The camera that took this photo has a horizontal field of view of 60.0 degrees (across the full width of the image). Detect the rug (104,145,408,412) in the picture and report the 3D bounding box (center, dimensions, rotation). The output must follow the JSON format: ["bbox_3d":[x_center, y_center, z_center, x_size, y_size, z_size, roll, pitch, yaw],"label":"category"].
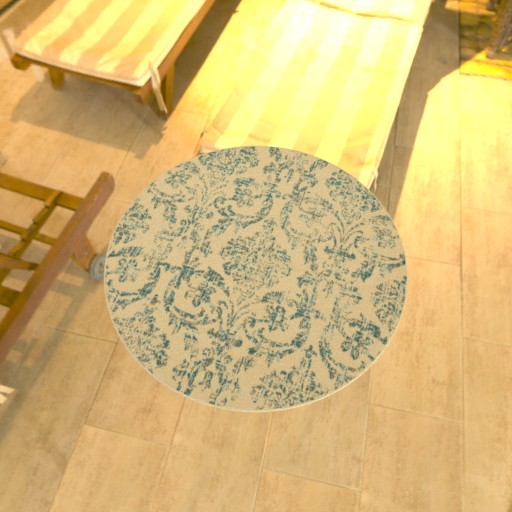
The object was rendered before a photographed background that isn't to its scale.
[{"bbox_3d":[0.000,0.000,2.355,1.593,0.012,1.593,0,60,0],"label":"rug"}]
